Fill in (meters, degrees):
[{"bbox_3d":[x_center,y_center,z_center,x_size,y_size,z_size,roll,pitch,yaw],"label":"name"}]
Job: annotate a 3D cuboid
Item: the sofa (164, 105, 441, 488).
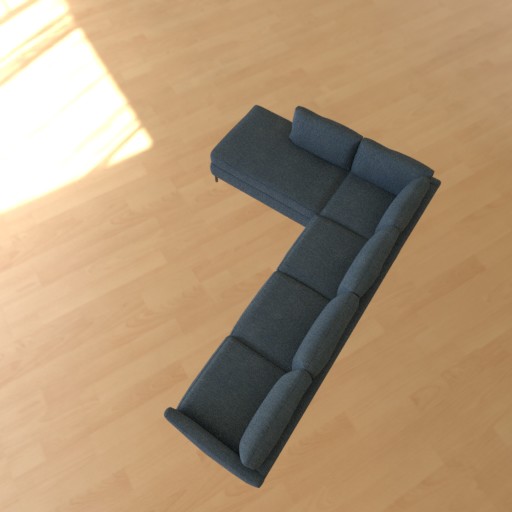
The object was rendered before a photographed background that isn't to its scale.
[{"bbox_3d":[0.000,0.000,3.774,2.007,0.815,2.949,31,67,15],"label":"sofa"}]
